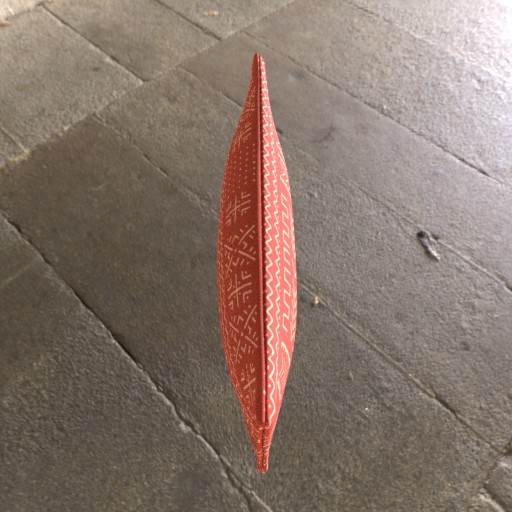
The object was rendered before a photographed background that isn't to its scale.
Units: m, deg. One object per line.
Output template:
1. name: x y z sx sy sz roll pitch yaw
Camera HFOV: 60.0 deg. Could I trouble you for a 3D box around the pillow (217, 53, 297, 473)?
1. pillow: 0.000 0.000 0.761 0.130 0.352 0.640 0 58 0
